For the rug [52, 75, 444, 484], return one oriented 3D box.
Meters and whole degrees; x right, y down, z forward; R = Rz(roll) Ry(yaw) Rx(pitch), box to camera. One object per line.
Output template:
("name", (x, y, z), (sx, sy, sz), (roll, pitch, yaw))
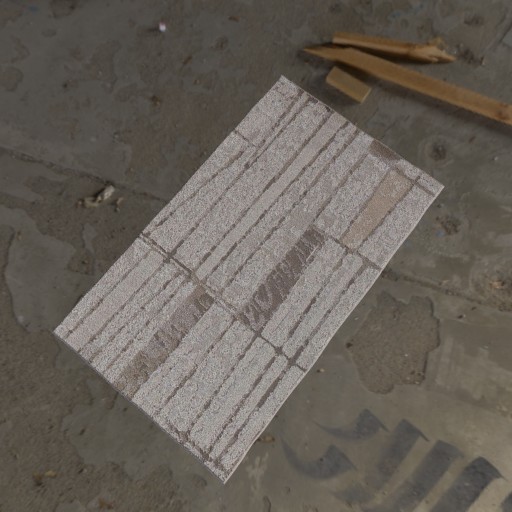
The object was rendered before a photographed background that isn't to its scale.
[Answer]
("rug", (0.000, 0.000, 1.059), (0.515, 0.007, 0.867), (38, 79, 9))
